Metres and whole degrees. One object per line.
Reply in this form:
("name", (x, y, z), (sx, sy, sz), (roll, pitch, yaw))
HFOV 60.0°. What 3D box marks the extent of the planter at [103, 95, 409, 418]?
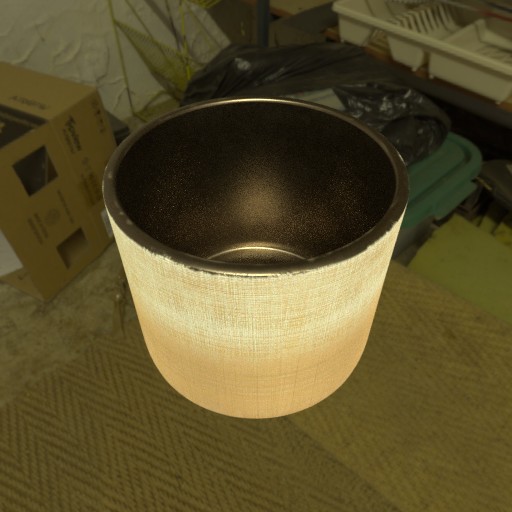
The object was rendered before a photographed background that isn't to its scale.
("planter", (0.000, 0.000, 0.446), (0.254, 0.221, 0.254), (0, 46, 0))
